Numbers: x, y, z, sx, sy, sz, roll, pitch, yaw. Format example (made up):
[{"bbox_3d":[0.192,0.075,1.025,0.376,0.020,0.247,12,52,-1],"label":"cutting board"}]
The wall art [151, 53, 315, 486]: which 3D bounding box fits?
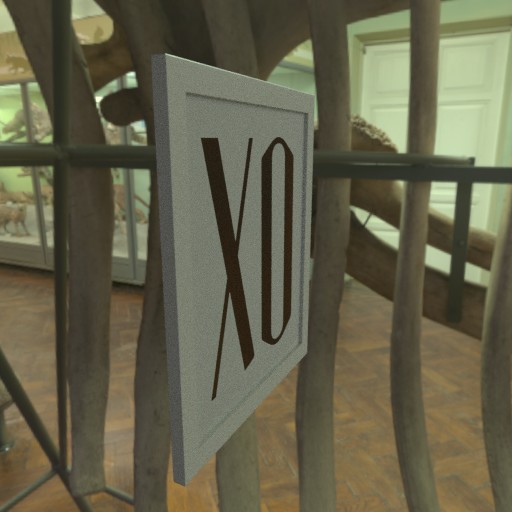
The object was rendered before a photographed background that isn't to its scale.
[{"bbox_3d":[0.000,0.000,0.723,0.020,0.536,0.444,7,16,27],"label":"wall art"}]
